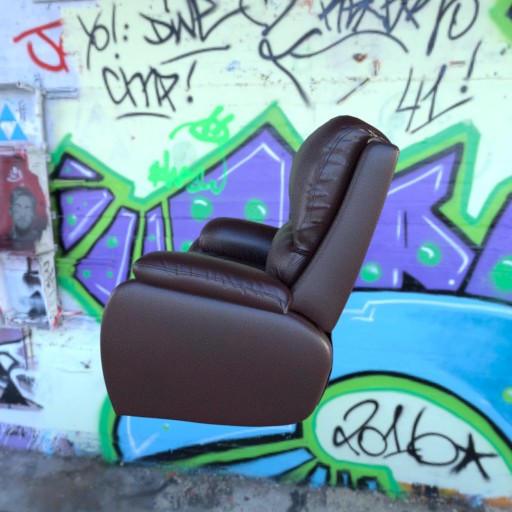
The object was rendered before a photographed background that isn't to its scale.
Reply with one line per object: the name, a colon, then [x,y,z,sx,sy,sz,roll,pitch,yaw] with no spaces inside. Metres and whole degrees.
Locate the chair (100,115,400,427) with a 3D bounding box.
chair: [0.000,0.000,1.714,0.899,1.011,0.930,2,12,9]
